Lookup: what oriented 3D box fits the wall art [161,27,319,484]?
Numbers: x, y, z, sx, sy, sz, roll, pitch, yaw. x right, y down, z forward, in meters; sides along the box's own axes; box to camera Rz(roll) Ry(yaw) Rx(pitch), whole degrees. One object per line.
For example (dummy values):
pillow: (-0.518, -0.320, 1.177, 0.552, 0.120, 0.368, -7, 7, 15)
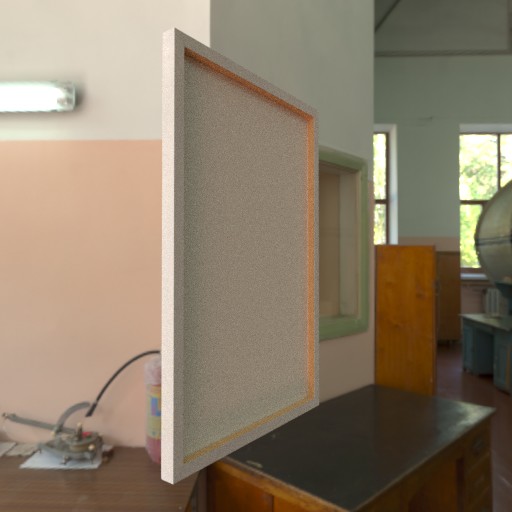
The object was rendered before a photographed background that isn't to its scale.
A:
wall art: (0.000, 0.000, 1.141, 0.038, 0.912, 0.607, -1, -1, 36)
